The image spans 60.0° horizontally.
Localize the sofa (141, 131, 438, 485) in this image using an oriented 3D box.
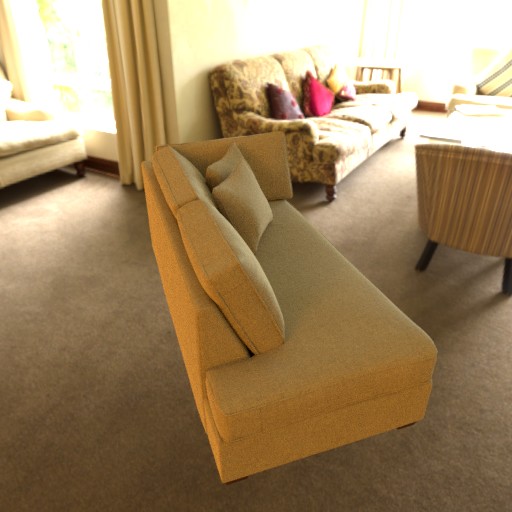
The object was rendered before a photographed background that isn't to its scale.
[{"bbox_3d":[0.000,0.000,2.746,1.110,1.019,2.238,-10,32,-16],"label":"sofa"}]
